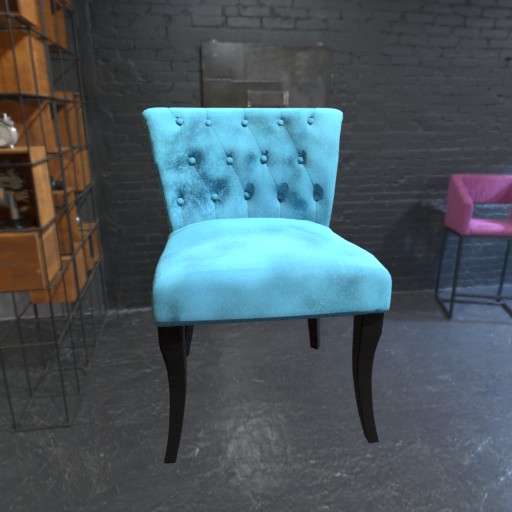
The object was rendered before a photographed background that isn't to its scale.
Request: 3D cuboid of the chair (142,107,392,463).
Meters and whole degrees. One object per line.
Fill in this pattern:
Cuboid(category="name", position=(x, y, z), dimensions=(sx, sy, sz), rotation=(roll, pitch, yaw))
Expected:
Cuboid(category="chair", position=(0.000, 0.000, 1.170), dimensions=(0.582, 0.750, 0.605), rotation=(-2, 18, -7))
